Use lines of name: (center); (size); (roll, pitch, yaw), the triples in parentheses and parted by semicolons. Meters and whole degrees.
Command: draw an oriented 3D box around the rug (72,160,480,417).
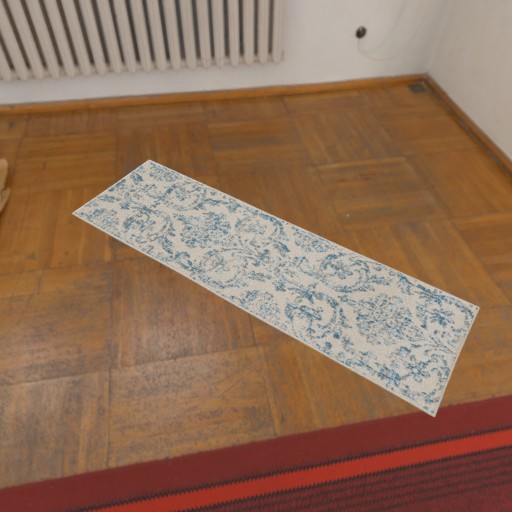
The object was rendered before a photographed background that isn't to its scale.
rug: (0.000, 0.000, 2.398); (2.196, 0.011, 0.662); (26, 53, 22)
